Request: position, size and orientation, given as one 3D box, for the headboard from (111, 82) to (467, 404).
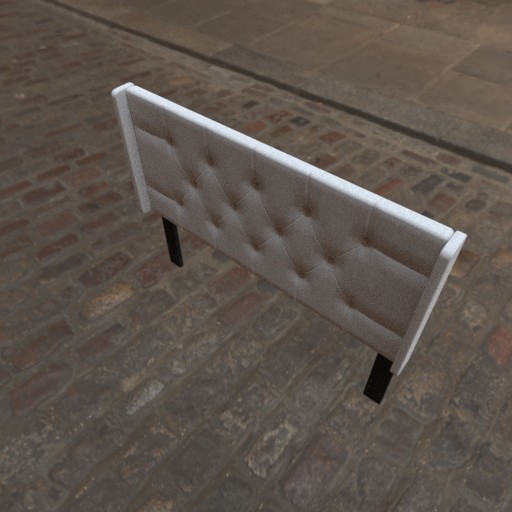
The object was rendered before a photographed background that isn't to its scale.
[{"bbox_3d":[0.000,0.000,2.691,2.051,1.524,0.184,31,54,27],"label":"headboard"}]
